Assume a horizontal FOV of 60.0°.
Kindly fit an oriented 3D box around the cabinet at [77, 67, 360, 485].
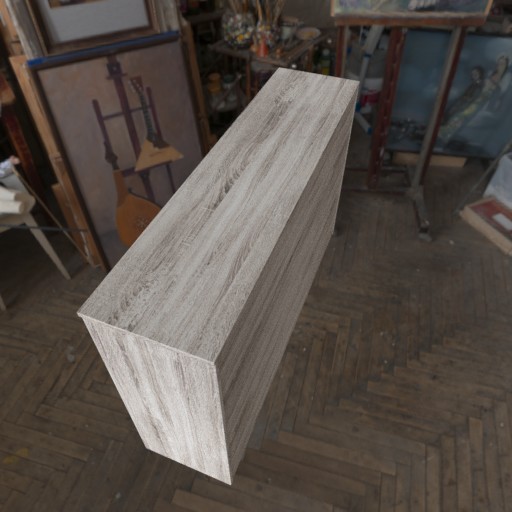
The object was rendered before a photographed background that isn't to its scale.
[{"bbox_3d":[0.000,0.000,1.814,0.380,0.900,1.450,16,49,15],"label":"cabinet"}]
